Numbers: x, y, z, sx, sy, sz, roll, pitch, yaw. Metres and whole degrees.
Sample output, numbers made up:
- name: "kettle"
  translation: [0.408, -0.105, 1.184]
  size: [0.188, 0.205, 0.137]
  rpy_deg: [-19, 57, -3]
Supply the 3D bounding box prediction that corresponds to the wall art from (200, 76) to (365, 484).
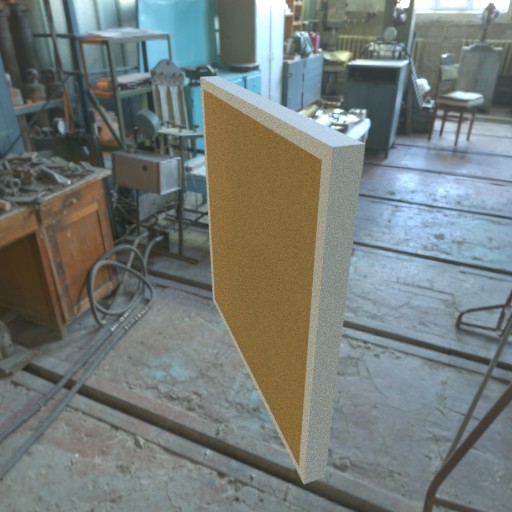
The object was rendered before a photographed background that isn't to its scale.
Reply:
- name: "wall art"
  translation: [0.000, 0.000, 0.751]
  size: [0.035, 0.507, 0.508]
  rpy_deg: [-10, 31, -18]
